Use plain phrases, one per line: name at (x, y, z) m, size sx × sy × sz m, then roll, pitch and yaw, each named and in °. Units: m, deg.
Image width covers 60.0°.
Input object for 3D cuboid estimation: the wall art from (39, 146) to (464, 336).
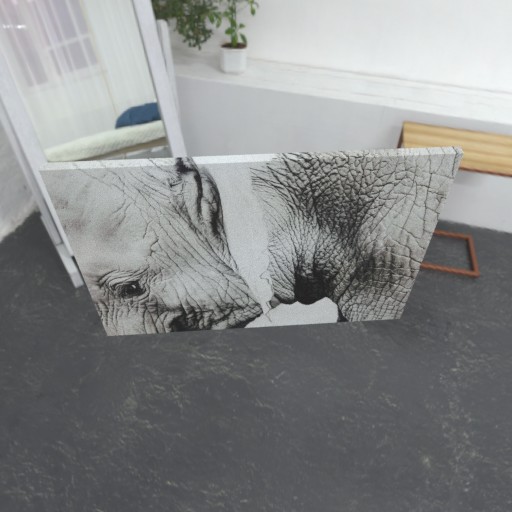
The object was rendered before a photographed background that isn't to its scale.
wall art at (0.000, 0.000, 1.467) m, size 1.141 × 0.758 × 0.035 m, roll -3°, pitch 46°, yaw -3°
